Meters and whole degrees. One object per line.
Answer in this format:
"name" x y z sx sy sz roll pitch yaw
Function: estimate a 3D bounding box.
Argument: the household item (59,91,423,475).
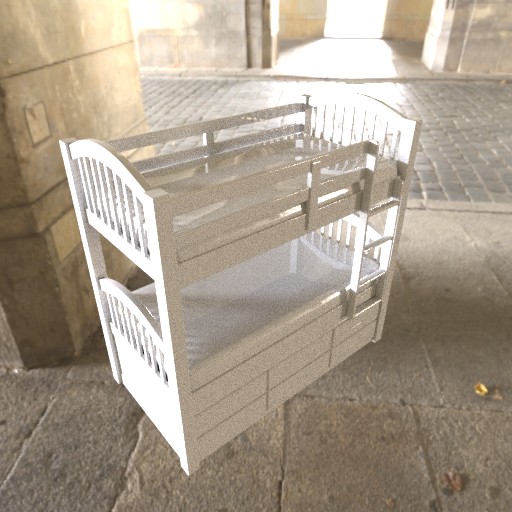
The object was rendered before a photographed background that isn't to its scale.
"household item" 0.000 0.000 3.238 2.032 2.032 1.143 -24 38 -33
